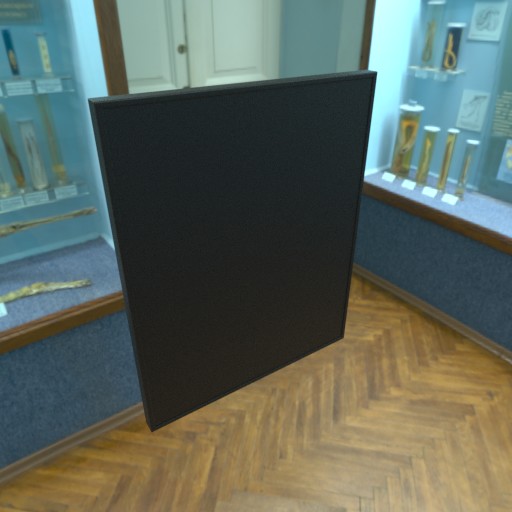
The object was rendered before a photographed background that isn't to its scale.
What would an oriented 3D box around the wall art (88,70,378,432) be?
[{"bbox_3d":[0.000,0.000,0.748,0.451,0.551,0.028,-18,34,-29],"label":"wall art"}]
